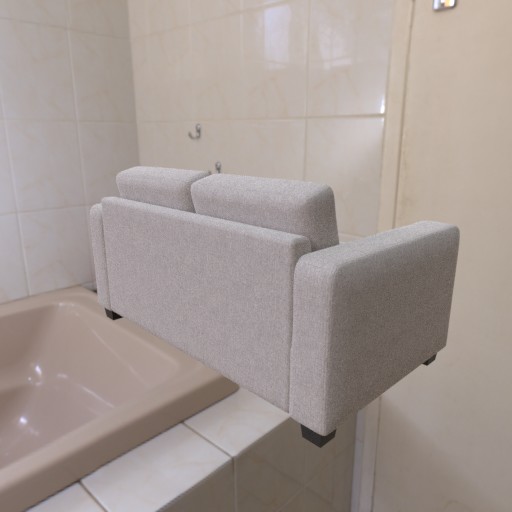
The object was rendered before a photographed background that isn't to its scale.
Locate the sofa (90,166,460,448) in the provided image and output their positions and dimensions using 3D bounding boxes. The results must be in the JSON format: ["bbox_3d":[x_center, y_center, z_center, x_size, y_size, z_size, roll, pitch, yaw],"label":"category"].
[{"bbox_3d":[0.000,0.000,2.058,0.900,0.800,1.540,-15,21,-42],"label":"sofa"}]
